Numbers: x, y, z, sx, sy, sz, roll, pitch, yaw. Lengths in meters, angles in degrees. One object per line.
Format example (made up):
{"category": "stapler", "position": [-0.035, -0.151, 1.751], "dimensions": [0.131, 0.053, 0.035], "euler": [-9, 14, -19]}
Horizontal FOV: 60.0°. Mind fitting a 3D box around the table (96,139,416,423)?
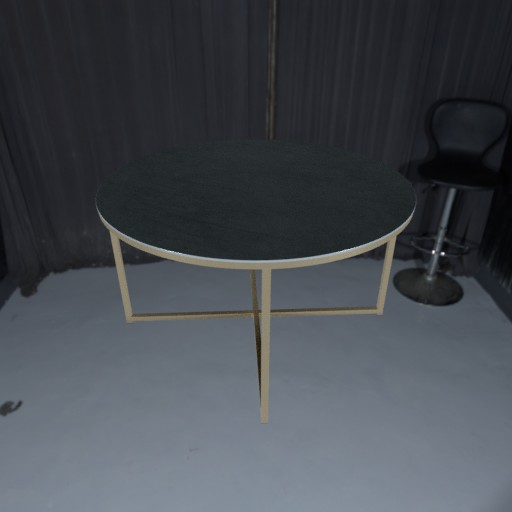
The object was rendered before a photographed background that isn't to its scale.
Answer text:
{"category": "table", "position": [0.000, 0.000, 1.273], "dimensions": [0.800, 0.450, 0.800], "euler": [0, 30, 0]}
